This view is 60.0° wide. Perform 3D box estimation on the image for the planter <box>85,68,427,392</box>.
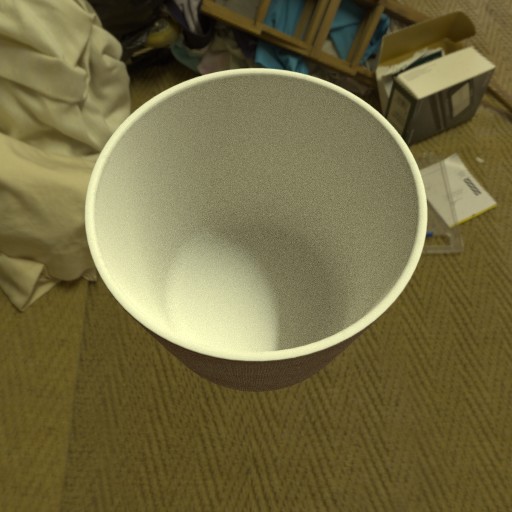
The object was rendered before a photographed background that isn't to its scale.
[{"bbox_3d":[0.000,0.000,0.754,0.440,0.398,0.440,0,65,0],"label":"planter"}]
